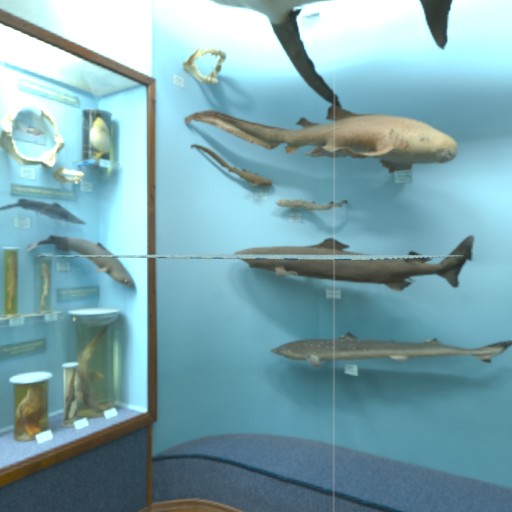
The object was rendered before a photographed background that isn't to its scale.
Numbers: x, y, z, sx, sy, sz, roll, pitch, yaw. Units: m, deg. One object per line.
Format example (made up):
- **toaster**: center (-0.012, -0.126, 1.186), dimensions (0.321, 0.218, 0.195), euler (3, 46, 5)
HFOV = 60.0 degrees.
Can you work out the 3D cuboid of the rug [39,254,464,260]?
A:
- **rug**: center (0.000, 0.000, 4.051), dimensions (3.059, 0.008, 2.453), euler (0, 1, 35)
